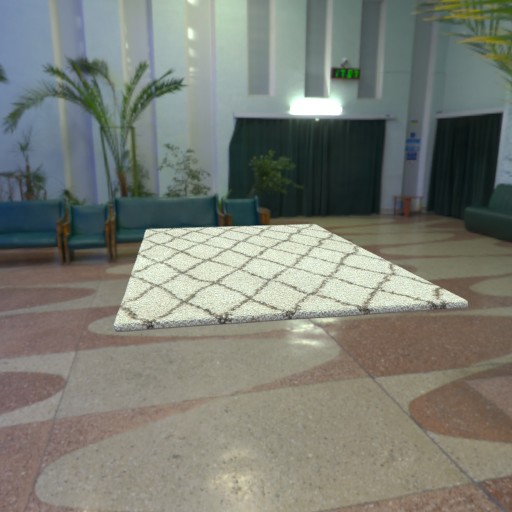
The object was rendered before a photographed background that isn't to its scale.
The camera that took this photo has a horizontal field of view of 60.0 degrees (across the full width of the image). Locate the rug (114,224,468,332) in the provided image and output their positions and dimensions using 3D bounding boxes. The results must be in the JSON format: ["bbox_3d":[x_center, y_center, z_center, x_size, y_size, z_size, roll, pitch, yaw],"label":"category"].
[{"bbox_3d":[0.000,0.000,2.319,1.219,0.030,1.778,-2,13,-10],"label":"rug"}]
